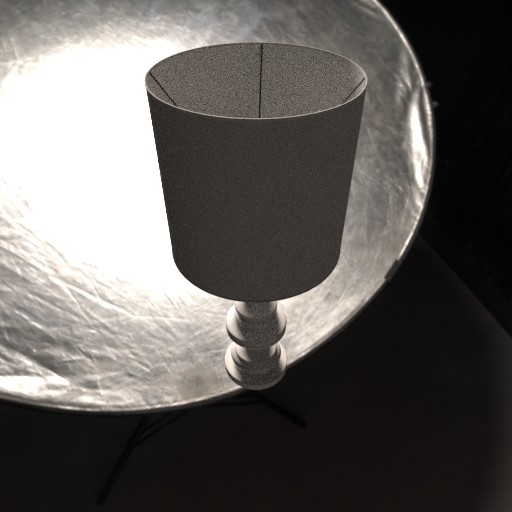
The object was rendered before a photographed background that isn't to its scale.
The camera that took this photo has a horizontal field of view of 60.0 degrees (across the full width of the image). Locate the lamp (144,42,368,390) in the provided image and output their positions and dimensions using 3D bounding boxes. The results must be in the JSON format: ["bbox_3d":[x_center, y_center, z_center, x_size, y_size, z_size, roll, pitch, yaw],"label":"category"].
[{"bbox_3d":[0.000,0.000,0.568,0.208,0.455,0.208,-11,42,-12],"label":"lamp"}]
